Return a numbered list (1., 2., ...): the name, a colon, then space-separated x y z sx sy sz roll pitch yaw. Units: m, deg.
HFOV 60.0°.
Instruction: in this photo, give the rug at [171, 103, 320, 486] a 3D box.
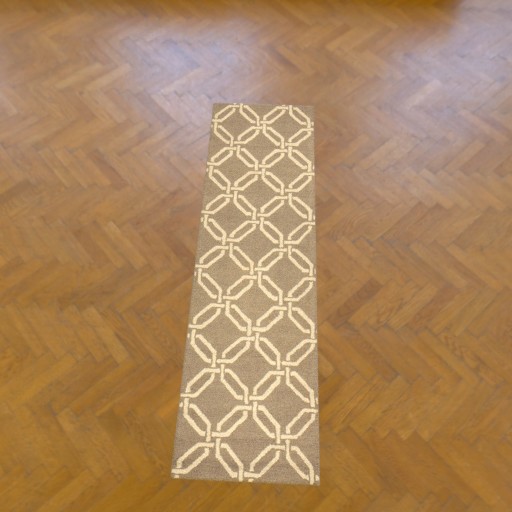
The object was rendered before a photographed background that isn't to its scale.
1. rug: 0.000 0.000 2.500 0.678 0.014 2.276 2 64 1
